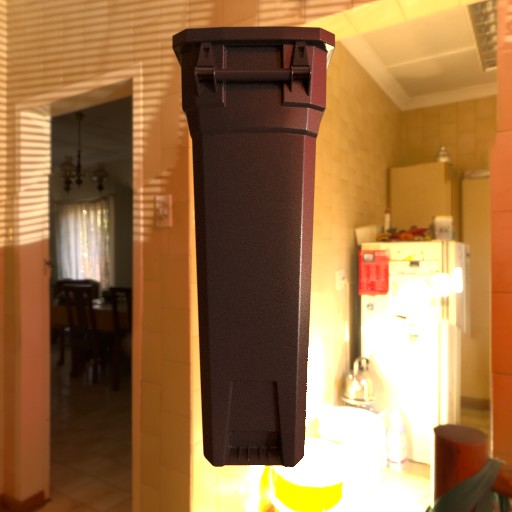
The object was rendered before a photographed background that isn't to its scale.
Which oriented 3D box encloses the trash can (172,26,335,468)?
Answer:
[{"bbox_3d":[0.000,0.000,1.005,0.281,0.762,0.559,0,0,1],"label":"trash can"}]
